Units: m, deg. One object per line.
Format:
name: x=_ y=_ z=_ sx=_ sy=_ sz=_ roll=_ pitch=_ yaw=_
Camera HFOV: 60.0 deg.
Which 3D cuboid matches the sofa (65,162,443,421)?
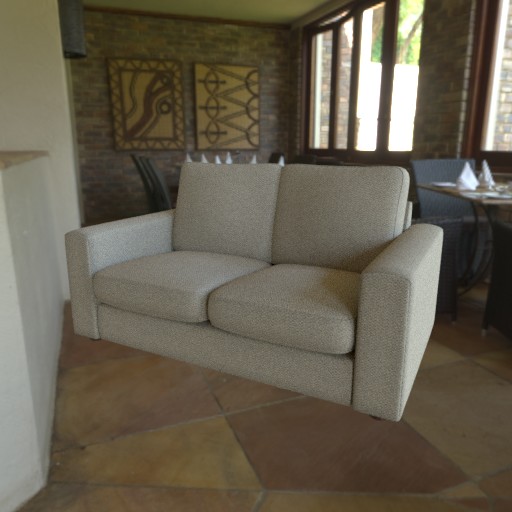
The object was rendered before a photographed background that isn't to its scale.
sofa: x=0.000 y=0.000 z=2.195 sx=1.616 sy=0.873 sz=1.016 roll=7 pitch=16 yaw=27
